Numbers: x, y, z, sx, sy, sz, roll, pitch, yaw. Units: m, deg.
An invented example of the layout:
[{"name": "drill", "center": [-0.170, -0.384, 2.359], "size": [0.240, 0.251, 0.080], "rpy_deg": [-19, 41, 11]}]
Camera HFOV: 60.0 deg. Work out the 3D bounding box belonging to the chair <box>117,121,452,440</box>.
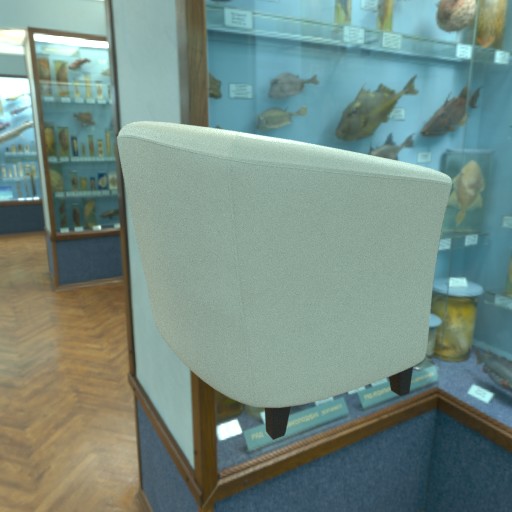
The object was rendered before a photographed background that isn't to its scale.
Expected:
[{"name": "chair", "center": [0.000, 0.000, 1.327], "size": [0.727, 0.756, 0.792], "rpy_deg": [-7, 16, -27]}]
